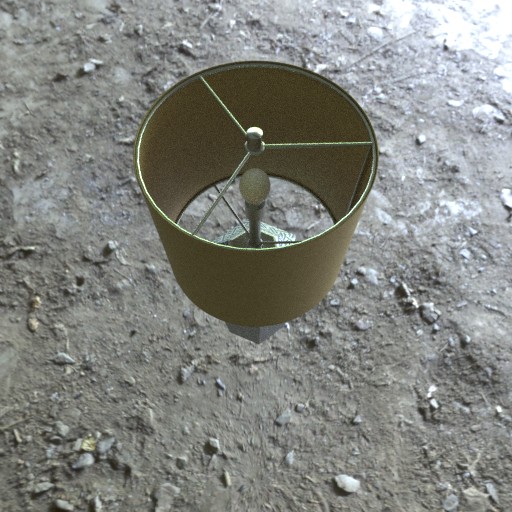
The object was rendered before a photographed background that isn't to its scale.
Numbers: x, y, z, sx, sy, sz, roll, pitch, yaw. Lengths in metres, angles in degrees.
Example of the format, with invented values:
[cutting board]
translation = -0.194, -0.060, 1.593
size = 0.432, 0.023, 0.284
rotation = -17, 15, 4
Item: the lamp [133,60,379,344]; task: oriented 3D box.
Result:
[lamp]
translation = 0.000, 0.000, 0.866
size = 0.320, 0.682, 0.320
rotation = -1, 63, -1
